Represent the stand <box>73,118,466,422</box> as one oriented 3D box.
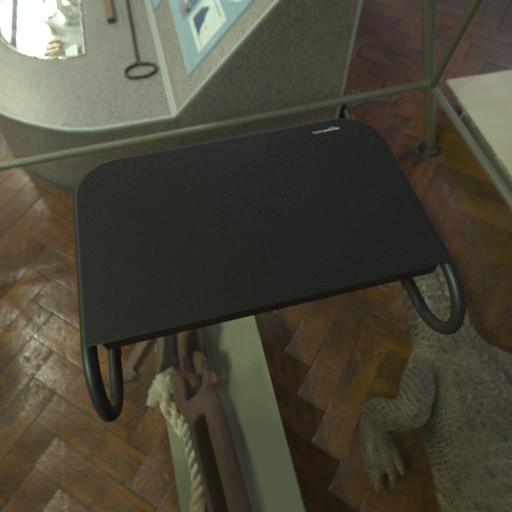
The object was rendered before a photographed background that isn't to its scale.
[{"bbox_3d":[0.000,0.000,0.505,0.370,0.108,0.280,-12,60,-7],"label":"stand"}]
